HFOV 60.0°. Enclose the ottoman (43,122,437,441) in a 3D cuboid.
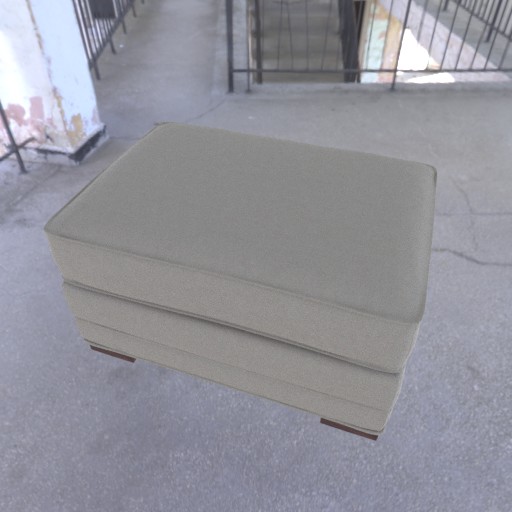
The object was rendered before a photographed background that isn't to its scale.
[{"bbox_3d":[0.000,0.000,1.203,0.848,0.482,0.611,13,44,14],"label":"ottoman"}]
